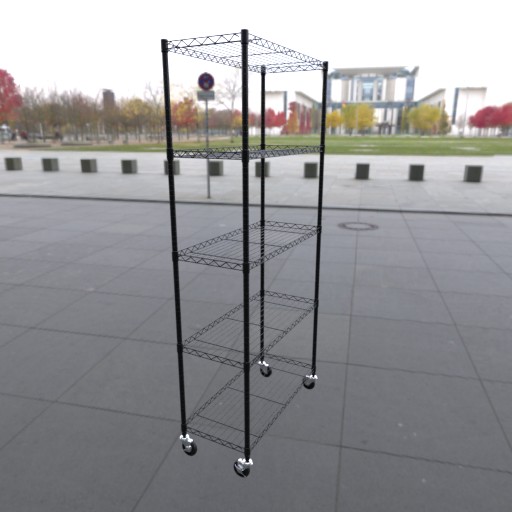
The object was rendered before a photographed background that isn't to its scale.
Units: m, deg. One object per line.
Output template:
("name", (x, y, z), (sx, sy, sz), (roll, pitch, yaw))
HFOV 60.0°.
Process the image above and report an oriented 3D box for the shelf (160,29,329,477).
("shelf", (0.000, 0.000, 1.943), (0.356, 1.645, 0.762), (8, 18, 27))
